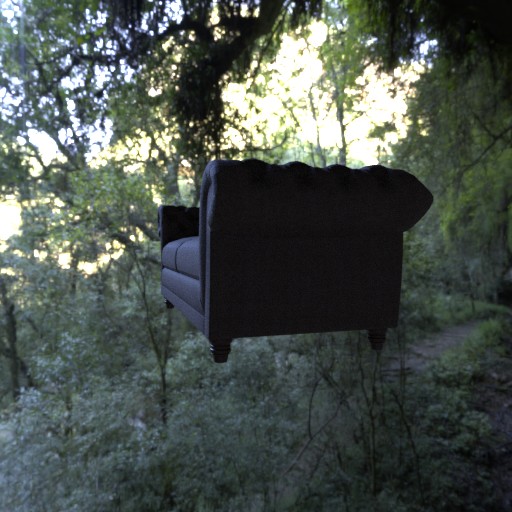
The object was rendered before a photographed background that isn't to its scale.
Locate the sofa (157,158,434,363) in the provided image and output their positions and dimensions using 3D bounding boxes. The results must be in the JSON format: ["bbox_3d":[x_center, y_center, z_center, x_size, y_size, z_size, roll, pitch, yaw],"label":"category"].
[{"bbox_3d":[0.000,0.000,2.566,0.944,0.780,2.048,0,1,-18],"label":"sofa"}]
